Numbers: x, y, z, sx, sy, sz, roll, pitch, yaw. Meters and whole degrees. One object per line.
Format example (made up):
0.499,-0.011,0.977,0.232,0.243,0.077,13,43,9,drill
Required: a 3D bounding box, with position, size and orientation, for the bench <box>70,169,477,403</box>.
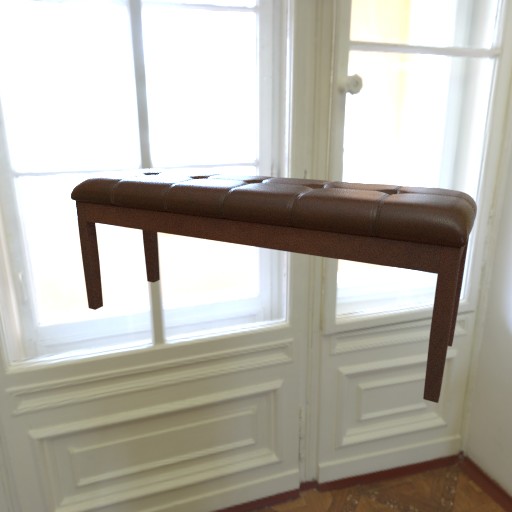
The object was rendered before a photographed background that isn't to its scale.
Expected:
0.000,0.000,1.463,1.259,0.491,0.401,9,19,27,bench
